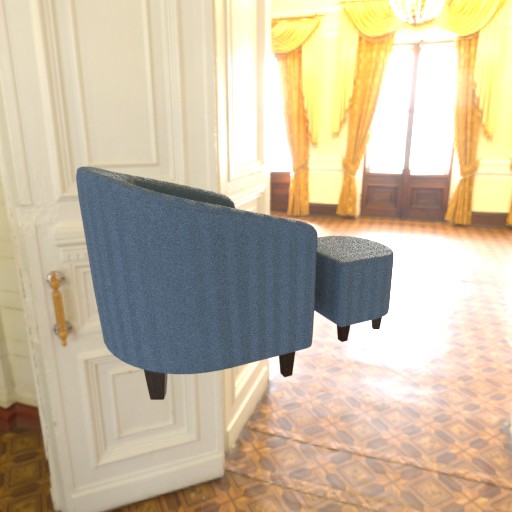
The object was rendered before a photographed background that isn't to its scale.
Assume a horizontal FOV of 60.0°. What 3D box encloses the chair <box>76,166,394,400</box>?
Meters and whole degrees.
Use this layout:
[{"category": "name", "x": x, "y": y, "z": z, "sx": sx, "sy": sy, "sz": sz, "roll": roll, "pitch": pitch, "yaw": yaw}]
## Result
[{"category": "chair", "x": 0.000, "y": 0.000, "z": 1.795, "sx": 1.288, "sy": 0.757, "sz": 0.756, "roll": -8, "pitch": 18, "yaw": -25}]
